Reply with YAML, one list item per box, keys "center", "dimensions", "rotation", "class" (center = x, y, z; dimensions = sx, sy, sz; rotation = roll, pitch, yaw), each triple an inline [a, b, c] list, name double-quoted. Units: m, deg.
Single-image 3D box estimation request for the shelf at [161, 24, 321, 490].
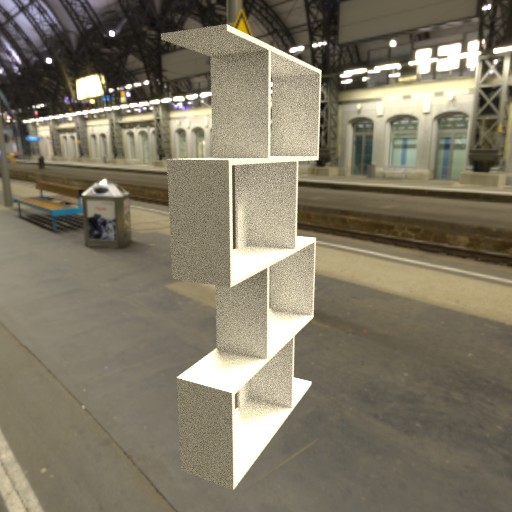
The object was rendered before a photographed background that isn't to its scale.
- center: [0.000, 0.000, 1.966]
  dimensions: [0.250, 1.650, 0.890]
  rotation: [7, 15, 26]
  class: "shelf"
